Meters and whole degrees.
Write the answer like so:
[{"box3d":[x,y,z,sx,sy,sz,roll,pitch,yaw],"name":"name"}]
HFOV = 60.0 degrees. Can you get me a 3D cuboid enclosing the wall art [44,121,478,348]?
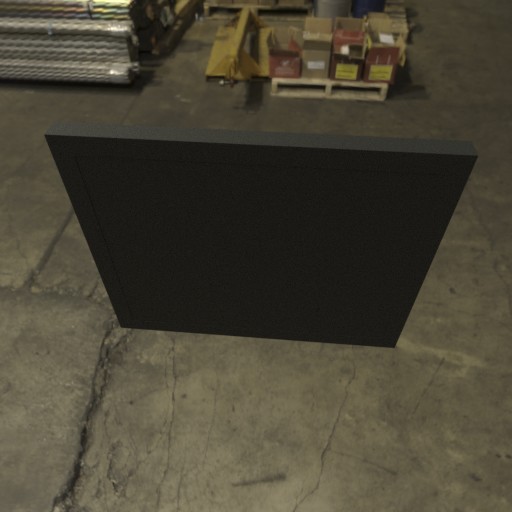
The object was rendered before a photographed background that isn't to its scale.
[{"box3d":[0.000,0.000,0.539,0.404,0.329,0.024,4,47,3],"name":"wall art"}]
